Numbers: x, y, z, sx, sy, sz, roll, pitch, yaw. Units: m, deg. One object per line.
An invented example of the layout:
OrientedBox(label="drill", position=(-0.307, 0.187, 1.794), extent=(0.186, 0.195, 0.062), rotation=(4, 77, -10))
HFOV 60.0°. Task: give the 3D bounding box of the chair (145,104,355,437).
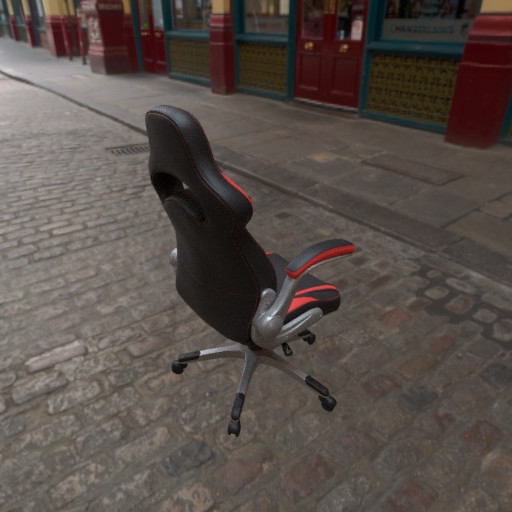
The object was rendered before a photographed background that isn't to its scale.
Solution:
OrientedBox(label="chair", position=(0.000, 0.000, 1.701), extent=(0.712, 1.165, 0.758), rotation=(-20, 34, -33))
